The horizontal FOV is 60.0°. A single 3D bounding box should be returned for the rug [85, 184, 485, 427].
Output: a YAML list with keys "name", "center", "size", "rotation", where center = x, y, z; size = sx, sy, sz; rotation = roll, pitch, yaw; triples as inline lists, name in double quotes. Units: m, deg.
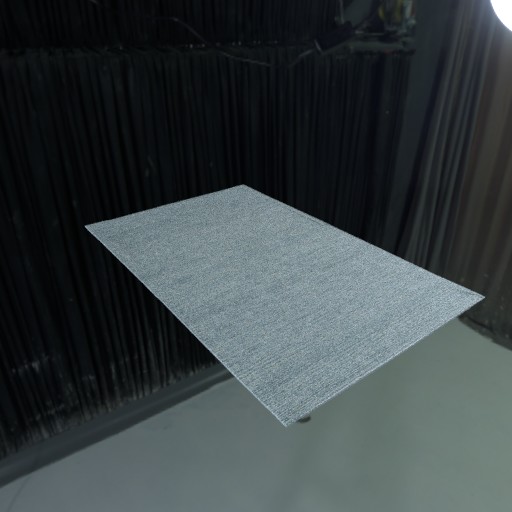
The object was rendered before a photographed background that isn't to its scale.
- name: "rug"
  center: [0.000, 0.000, 2.314]
  size: [1.174, 0.022, 1.853]
  rotation: [-20, 35, -32]
